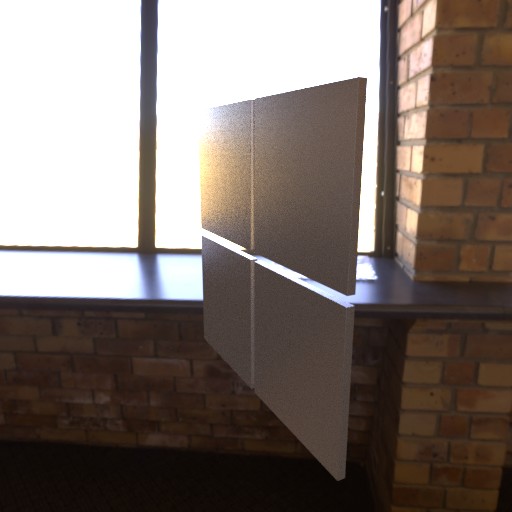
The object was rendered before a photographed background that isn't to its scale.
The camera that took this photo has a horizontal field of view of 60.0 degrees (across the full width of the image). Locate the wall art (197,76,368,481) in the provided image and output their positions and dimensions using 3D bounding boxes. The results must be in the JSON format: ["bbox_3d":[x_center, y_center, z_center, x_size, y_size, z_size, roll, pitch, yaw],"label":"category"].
[{"bbox_3d":[0.000,0.000,1.664,0.029,1.118,1.118,-7,16,-26],"label":"wall art"}]
